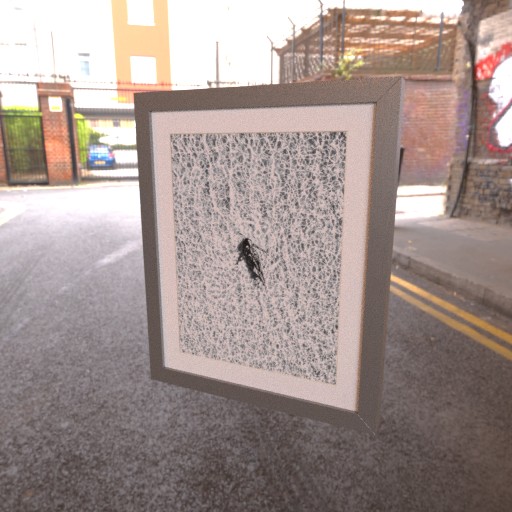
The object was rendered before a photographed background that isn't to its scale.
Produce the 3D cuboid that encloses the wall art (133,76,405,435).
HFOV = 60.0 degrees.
[{"bbox_3d":[0.000,0.000,0.528,0.308,0.379,0.030,6,15,23],"label":"wall art"}]
